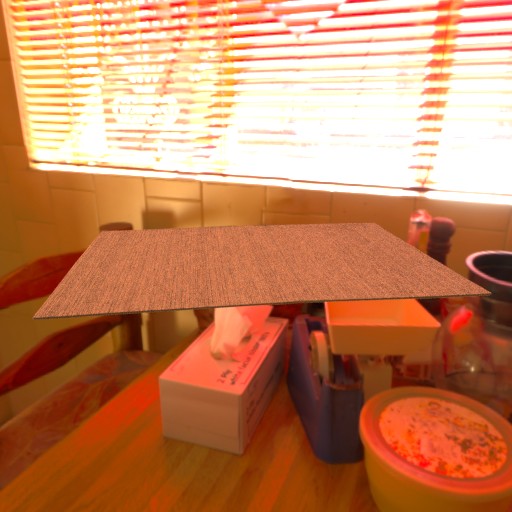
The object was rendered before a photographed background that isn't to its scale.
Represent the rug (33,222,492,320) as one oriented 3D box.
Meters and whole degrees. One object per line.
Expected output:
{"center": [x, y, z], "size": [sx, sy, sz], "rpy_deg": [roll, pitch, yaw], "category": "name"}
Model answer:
{"center": [0.000, 0.000, 2.985], "size": [2.338, 0.030, 1.616], "rpy_deg": [-2, 18, -7], "category": "rug"}
